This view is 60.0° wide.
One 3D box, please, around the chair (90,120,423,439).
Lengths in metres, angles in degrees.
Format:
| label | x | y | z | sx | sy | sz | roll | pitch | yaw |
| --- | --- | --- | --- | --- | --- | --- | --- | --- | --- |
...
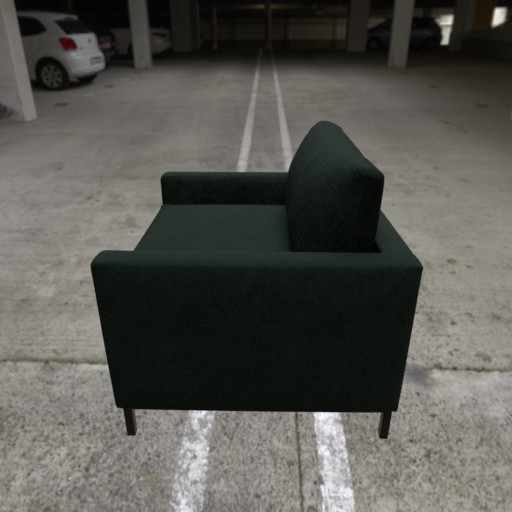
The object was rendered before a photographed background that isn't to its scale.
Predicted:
| label | x | y | z | sx | sy | sz | roll | pitch | yaw |
| --- | --- | --- | --- | --- | --- | --- | --- | --- | --- |
| chair | 0.000 | 0.000 | 1.611 | 0.866 | 0.861 | 0.963 | 0 | 25 | 1 |
